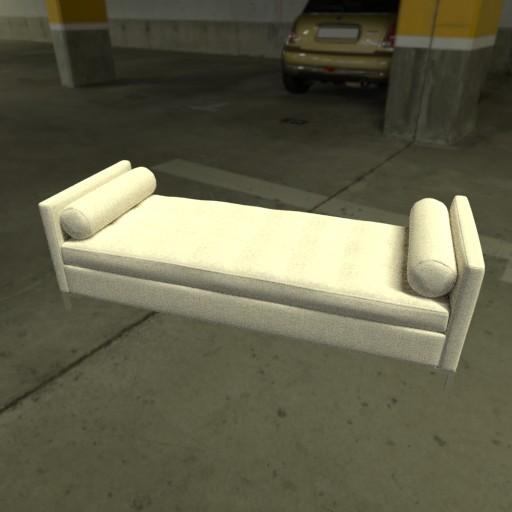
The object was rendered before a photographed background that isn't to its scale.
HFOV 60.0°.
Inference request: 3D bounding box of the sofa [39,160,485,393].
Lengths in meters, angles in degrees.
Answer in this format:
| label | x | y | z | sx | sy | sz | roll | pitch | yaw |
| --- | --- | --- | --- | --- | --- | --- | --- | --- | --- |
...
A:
| label | x | y | z | sx | sy | sz | roll | pitch | yaw |
| --- | --- | --- | --- | --- | --- | --- | --- | --- | --- |
| sofa | 0.000 | 0.000 | 2.424 | 2.102 | 0.655 | 0.797 | 9 | 30 | 15 |
